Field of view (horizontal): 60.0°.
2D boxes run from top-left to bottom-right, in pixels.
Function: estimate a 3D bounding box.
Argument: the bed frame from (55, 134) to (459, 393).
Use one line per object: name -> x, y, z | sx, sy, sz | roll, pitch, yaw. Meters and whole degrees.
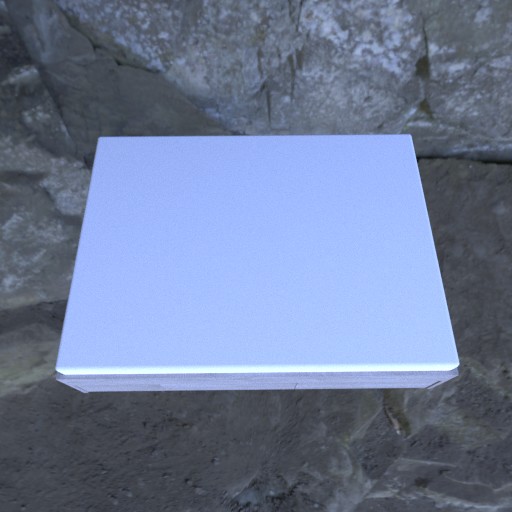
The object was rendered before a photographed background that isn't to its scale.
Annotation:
bed frame -> 0.000, 0.000, 2.589 | 1.944, 0.490, 1.448 | -1, 64, 0
